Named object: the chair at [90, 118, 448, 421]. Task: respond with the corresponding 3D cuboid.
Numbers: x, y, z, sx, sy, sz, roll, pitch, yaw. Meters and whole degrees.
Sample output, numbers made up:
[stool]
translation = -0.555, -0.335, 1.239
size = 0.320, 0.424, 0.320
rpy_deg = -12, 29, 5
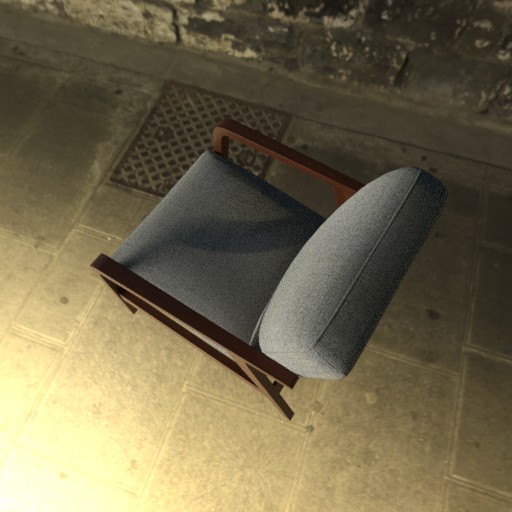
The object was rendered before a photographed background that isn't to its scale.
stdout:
[chair]
translation = 0.000, 0.000, 1.487
size = 0.858, 0.847, 0.704
rpy_deg = 31, 68, 14
